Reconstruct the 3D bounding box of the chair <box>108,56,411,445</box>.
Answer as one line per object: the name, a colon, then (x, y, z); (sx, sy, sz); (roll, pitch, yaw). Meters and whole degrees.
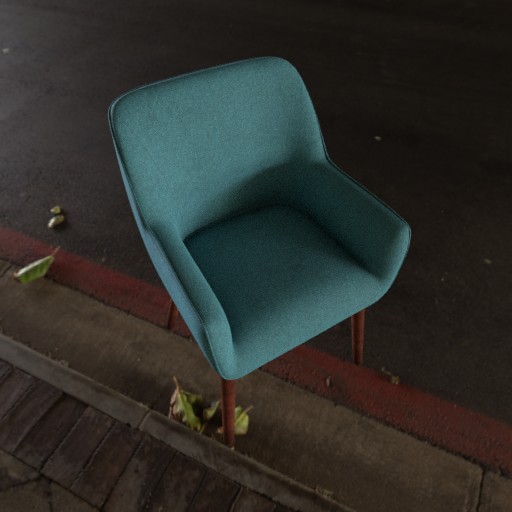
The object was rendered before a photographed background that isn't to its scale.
chair: (0.000, 0.000, 1.163); (0.543, 0.803, 0.519); (-24, 51, -22)
